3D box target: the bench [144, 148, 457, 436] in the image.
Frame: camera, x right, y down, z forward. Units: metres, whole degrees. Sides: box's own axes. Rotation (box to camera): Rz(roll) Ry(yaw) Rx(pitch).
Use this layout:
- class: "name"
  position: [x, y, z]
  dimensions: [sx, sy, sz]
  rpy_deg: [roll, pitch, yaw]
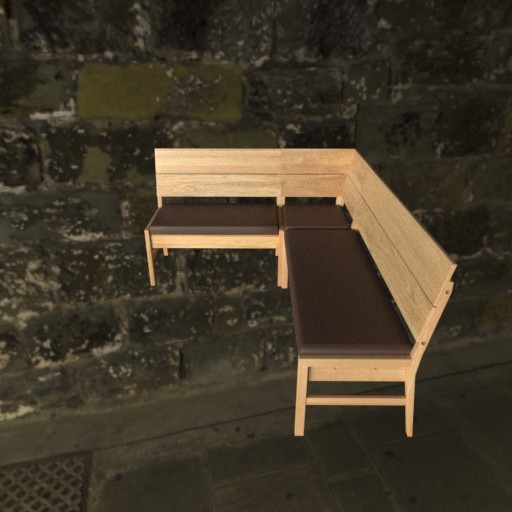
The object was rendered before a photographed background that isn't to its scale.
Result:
- class: "bench"
  position: [0.000, 0.000, 2.724]
  dimensions: [1.549, 0.890, 1.975]
  rpy_deg: [0, 26, 0]
